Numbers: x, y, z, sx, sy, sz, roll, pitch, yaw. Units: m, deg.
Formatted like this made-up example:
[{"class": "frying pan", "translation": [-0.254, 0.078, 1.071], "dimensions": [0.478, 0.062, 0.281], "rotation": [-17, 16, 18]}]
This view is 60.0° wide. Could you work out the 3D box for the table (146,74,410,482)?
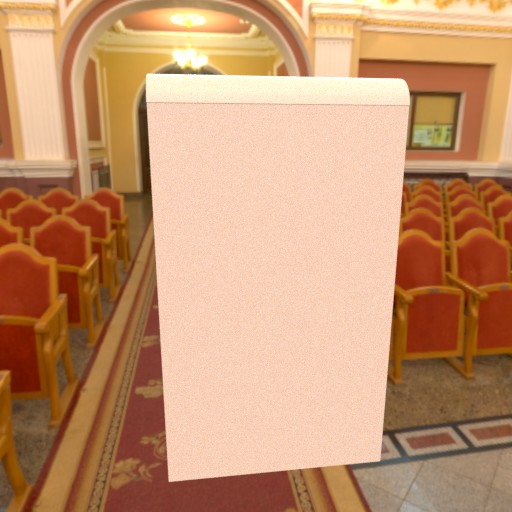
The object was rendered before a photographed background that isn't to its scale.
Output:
[{"class": "table", "translation": [0.000, 0.000, 0.843], "dimensions": [0.350, 0.590, 0.450], "rotation": [-2, 14, -7]}]
